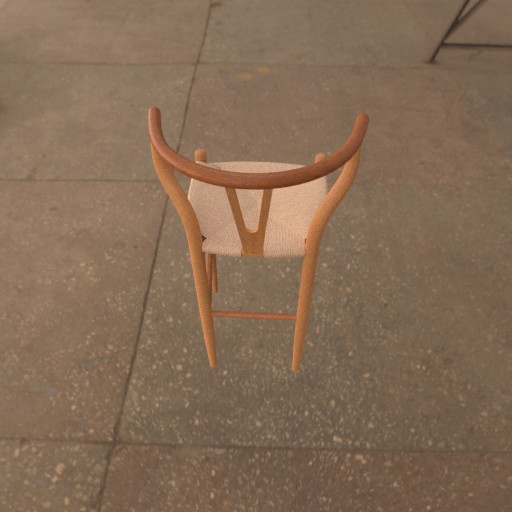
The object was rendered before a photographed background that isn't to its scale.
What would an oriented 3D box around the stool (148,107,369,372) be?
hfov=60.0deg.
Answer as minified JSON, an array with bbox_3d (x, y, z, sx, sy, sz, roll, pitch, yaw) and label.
[{"bbox_3d":[0.000,0.000,1.447,0.574,1.068,0.561,2,48,2],"label":"stool"}]
